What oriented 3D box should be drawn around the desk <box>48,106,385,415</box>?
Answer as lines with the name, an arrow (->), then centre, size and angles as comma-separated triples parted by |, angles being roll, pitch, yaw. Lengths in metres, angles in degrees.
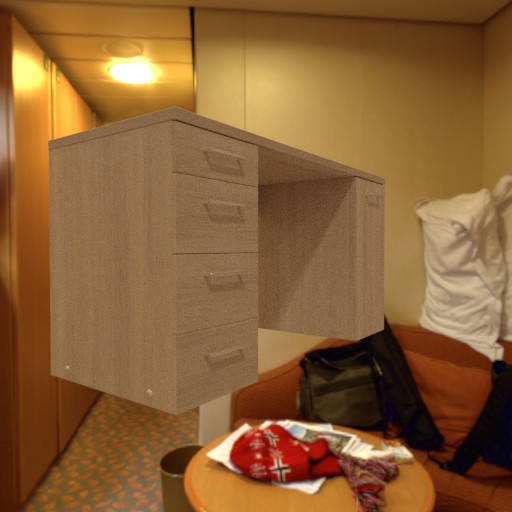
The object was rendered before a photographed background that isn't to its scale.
desk -> 0.000, 0.000, 1.778 | 0.600, 0.740, 1.390 | 1, 1, 36
